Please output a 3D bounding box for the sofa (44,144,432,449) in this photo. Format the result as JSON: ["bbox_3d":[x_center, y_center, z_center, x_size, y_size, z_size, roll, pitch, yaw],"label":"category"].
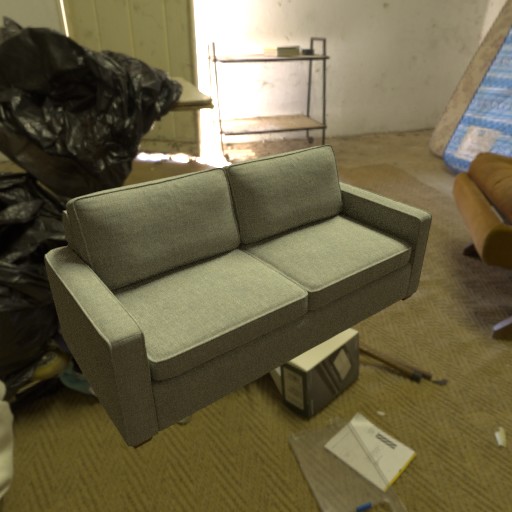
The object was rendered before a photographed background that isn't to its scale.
[{"bbox_3d":[0.000,0.000,2.553,2.078,0.918,0.945,-20,34,-32],"label":"sofa"}]
